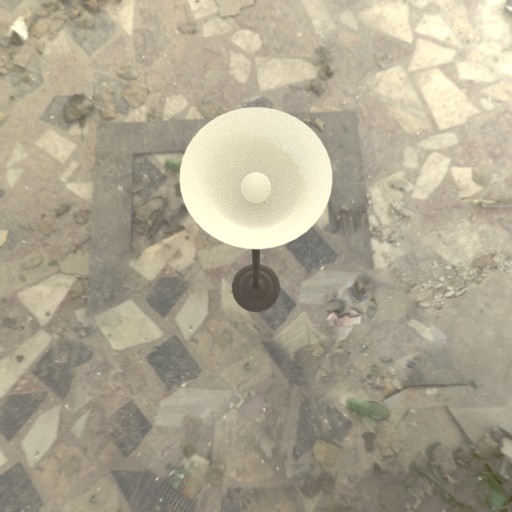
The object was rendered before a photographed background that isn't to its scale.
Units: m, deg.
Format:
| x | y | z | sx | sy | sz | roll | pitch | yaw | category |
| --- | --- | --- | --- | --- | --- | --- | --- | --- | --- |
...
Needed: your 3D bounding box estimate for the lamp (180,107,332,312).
| x | y | z | sx | sy | sz | roll | pitch | yaw | category |
| --- | --- | --- | --- | --- | --- | --- | --- | --- | --- |
| 0.000 | 0.000 | 2.048 | 0.405 | 1.797 | 0.405 | -12 | 77 | -3 | lamp |
